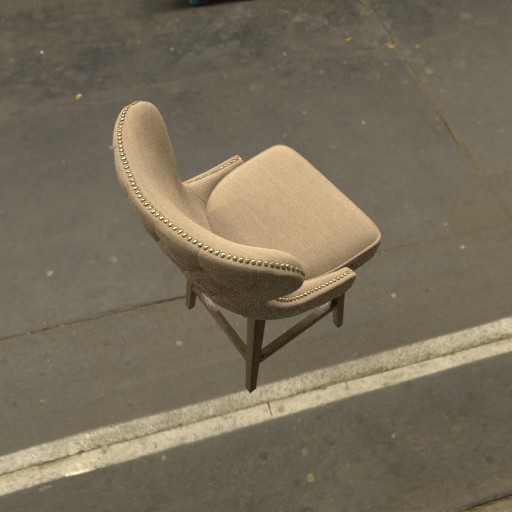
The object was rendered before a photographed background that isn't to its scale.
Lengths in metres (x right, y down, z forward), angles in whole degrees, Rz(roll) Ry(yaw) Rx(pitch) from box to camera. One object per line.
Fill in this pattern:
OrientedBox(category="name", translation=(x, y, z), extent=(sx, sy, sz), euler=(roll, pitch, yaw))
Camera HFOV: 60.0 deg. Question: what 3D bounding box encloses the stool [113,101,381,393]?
OrientedBox(category="stool", translation=(0.000, 0.000, 1.373), extent=(0.597, 0.972, 0.615), euler=(-32, 64, -18))
